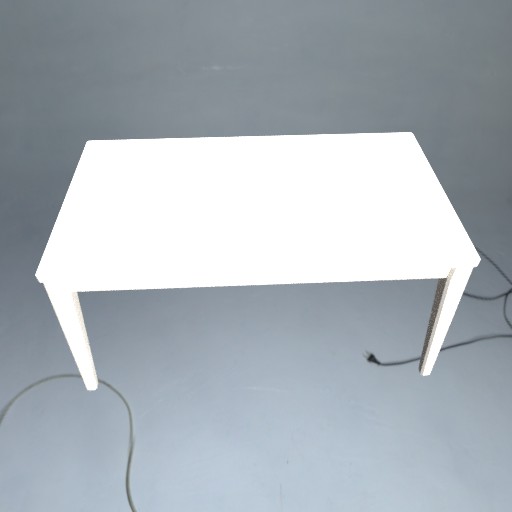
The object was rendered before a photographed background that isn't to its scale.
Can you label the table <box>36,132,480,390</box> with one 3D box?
[{"bbox_3d":[0.000,0.000,2.088,1.600,0.760,0.900,-2,47,-2],"label":"table"}]
